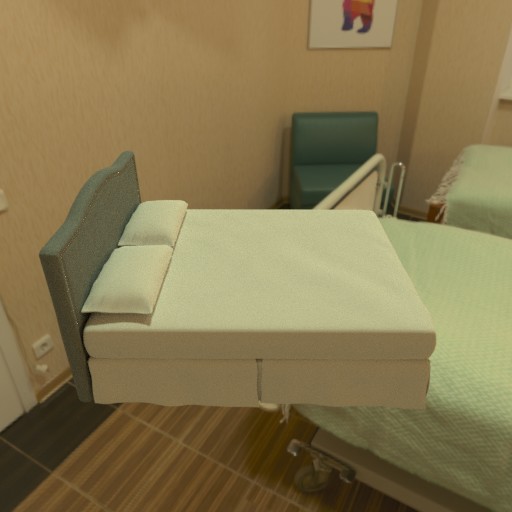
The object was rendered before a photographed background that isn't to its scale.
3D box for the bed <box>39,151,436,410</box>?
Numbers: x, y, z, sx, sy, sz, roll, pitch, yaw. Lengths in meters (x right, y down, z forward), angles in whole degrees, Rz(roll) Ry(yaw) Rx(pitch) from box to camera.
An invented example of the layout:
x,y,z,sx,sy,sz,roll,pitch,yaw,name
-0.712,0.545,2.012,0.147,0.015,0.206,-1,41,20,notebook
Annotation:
x,y,z,sx,sy,sz,roll,pitch,yaw,name
0.000,0.000,3.914,2.689,1.457,2.161,0,31,0,bed
